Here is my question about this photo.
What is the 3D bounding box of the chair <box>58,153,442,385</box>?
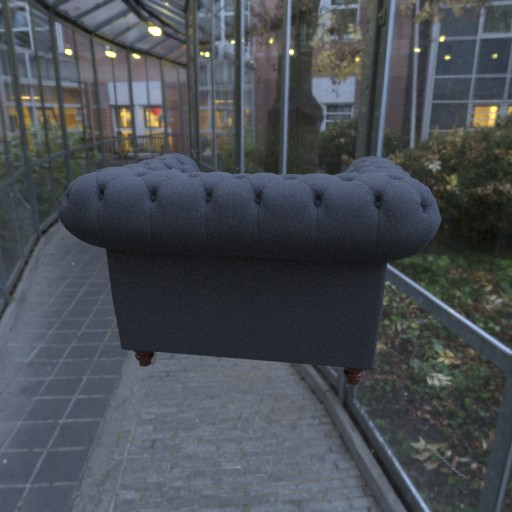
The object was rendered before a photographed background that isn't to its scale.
[{"bbox_3d":[0.000,0.000,1.848,1.270,0.770,0.976,3,17,9],"label":"chair"}]
